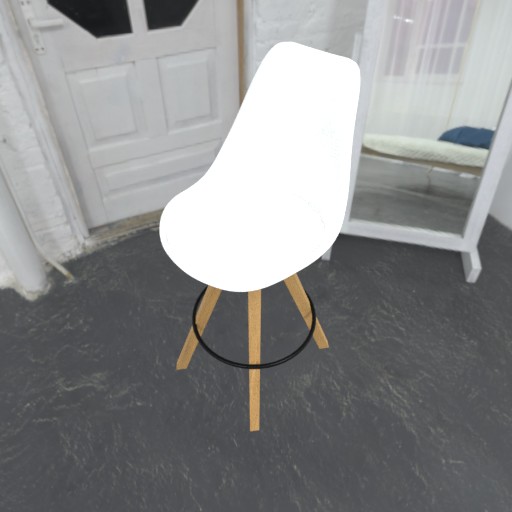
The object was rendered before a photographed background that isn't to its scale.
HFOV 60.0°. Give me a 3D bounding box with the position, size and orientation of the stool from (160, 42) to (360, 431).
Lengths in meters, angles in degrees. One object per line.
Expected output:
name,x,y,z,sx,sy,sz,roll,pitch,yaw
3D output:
stool,0.000,0.000,1.400,0.482,1.115,0.549,31,53,27
